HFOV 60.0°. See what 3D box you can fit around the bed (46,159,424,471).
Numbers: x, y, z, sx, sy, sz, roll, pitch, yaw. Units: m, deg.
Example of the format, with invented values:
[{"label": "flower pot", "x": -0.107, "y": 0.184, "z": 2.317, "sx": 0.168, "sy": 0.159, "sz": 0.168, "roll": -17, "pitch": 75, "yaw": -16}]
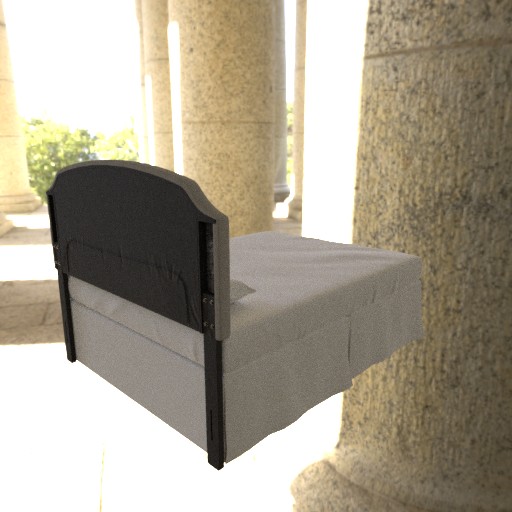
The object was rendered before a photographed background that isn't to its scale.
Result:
[{"label": "bed", "x": 0.000, "y": 0.000, "z": 2.900, "sx": 1.558, "sy": 1.270, "sz": 1.999, "roll": 13, "pitch": 19, "yaw": 42}]
